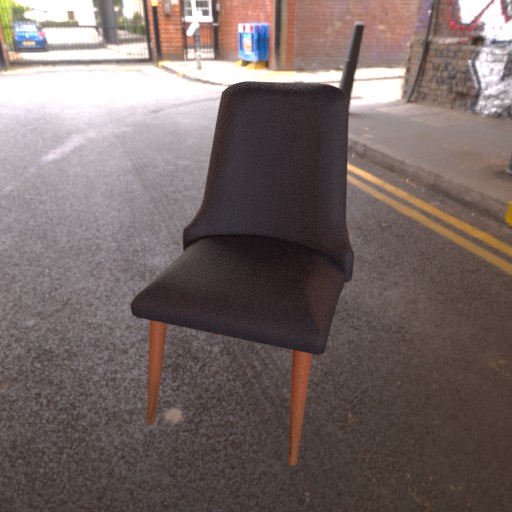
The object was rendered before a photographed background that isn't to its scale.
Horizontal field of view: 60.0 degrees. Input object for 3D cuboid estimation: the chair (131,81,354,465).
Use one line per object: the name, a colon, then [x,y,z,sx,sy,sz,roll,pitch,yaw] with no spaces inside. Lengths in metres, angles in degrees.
chair: [0.000,0.000,1.189,0.504,0.820,0.567,9,29,16]
